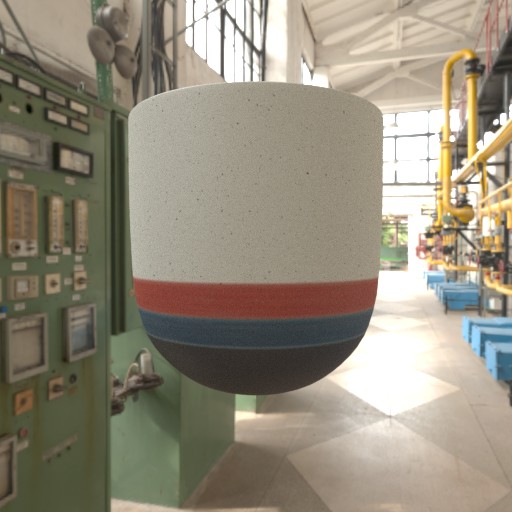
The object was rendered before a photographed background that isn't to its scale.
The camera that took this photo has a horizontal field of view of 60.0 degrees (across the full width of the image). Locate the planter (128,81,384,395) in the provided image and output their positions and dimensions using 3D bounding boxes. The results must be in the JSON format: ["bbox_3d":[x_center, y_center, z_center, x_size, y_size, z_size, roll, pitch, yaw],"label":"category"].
[{"bbox_3d":[0.000,0.000,0.369,0.204,0.214,0.204,0,1,0],"label":"planter"}]
